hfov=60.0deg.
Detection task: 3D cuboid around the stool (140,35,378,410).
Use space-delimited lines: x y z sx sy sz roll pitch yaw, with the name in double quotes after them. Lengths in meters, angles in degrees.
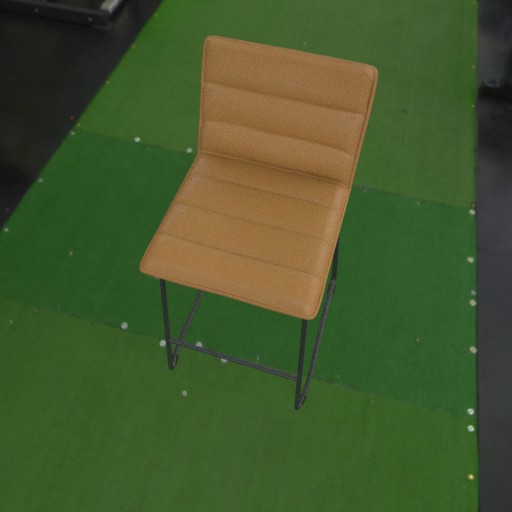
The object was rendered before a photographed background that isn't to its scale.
0.000 0.000 1.217 0.489 0.936 0.524 15 60 9 "stool"
